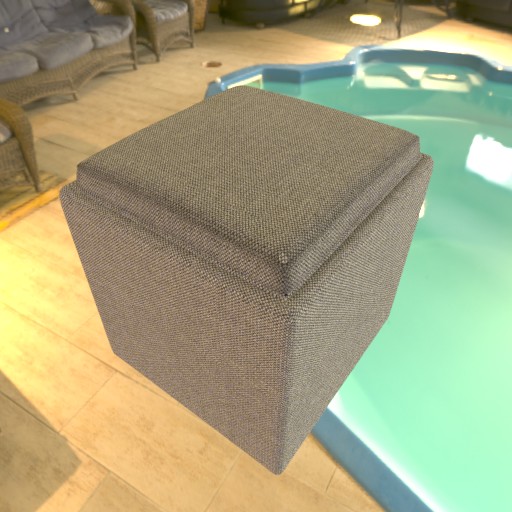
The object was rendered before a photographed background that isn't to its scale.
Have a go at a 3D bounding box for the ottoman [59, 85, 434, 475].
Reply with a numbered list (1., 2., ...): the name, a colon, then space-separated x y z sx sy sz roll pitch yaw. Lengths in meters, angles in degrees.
1. ottoman: 0.000 0.000 0.832 0.436 0.487 0.454 26 48 27
